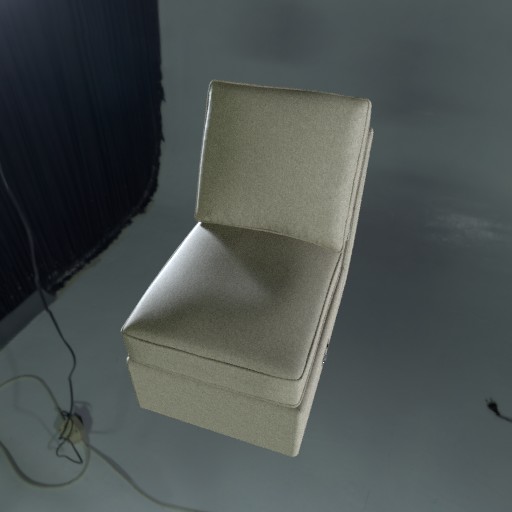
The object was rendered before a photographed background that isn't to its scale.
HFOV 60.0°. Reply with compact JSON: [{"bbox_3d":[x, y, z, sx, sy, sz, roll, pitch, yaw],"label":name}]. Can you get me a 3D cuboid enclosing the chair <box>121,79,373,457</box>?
[{"bbox_3d":[0.000,0.000,1.720,0.674,1.058,1.020,12,41,14],"label":"chair"}]
